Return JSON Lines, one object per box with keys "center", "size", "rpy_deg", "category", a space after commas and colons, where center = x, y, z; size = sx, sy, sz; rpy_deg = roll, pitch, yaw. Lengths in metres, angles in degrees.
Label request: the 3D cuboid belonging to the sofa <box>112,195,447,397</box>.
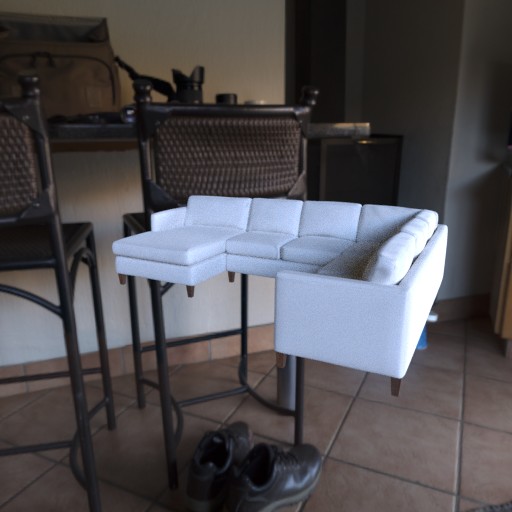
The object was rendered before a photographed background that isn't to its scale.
{"center": [0.000, 0.000, 4.601], "size": [3.459, 0.956, 2.593], "rpy_deg": [7, 16, 27], "category": "sofa"}
